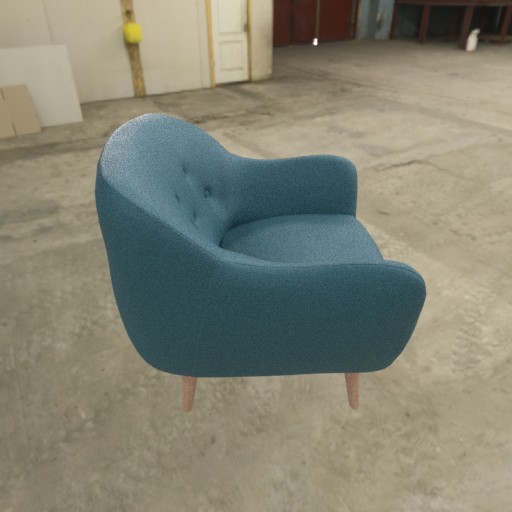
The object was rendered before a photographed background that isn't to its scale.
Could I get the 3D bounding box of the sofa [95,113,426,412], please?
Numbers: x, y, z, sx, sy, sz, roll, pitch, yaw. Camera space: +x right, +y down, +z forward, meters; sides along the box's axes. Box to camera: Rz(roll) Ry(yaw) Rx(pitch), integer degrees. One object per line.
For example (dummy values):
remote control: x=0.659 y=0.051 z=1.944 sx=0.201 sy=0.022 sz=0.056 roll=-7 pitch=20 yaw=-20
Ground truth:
sofa: x=0.000 y=0.000 z=1.459 sx=0.825 sy=0.817 sz=0.836 roll=-1 pitch=32 yaw=-1
